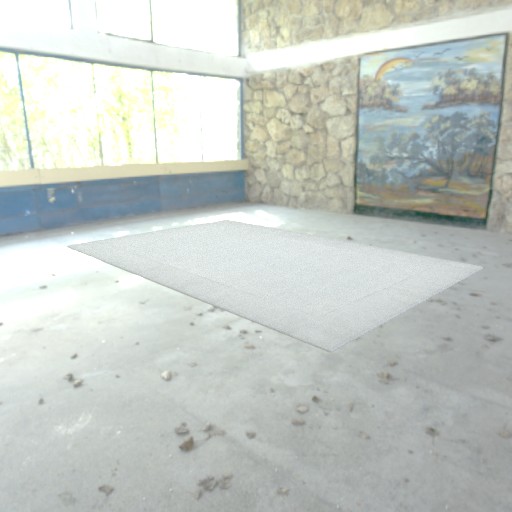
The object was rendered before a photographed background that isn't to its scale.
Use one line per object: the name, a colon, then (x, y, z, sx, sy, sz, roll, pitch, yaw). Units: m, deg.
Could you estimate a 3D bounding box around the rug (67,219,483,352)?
rug: (0.000, 0.000, 2.308, 1.219, 0.013, 1.829, -14, 20, -43)
